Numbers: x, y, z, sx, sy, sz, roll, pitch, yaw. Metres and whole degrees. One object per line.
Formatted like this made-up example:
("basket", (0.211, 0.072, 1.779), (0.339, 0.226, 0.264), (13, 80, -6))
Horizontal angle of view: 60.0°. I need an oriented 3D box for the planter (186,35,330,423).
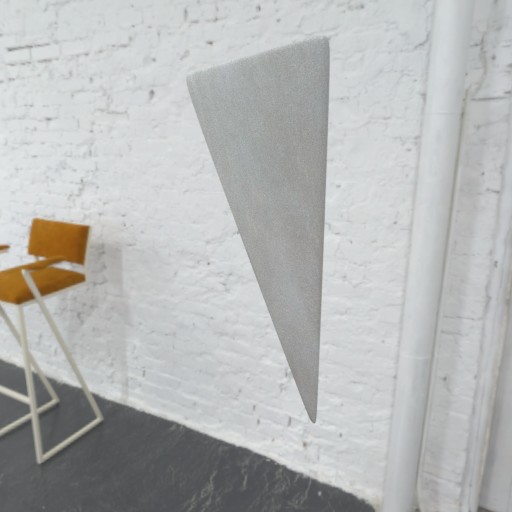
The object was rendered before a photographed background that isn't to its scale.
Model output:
("planter", (0.000, 0.000, 0.157), (0.047, 0.130, 0.058), (2, 13, 7))
